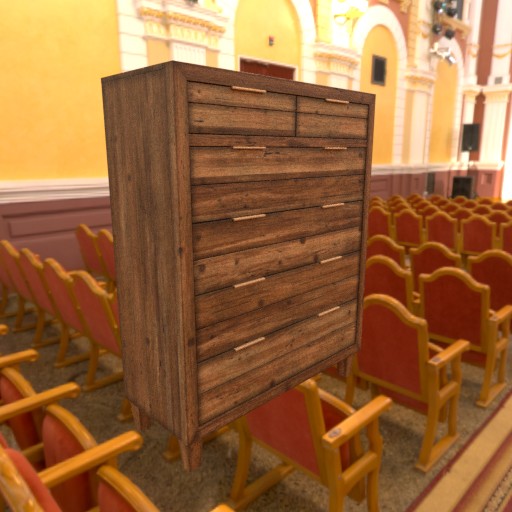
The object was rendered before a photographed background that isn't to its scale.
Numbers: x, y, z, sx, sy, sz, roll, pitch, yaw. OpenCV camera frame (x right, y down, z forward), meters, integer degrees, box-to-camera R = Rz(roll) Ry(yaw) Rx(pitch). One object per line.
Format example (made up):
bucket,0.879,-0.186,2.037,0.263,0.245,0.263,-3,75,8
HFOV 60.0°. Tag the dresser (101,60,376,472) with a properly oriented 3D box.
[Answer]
dresser,0.000,0.000,1.890,1.067,1.359,0.438,-13,18,-43
